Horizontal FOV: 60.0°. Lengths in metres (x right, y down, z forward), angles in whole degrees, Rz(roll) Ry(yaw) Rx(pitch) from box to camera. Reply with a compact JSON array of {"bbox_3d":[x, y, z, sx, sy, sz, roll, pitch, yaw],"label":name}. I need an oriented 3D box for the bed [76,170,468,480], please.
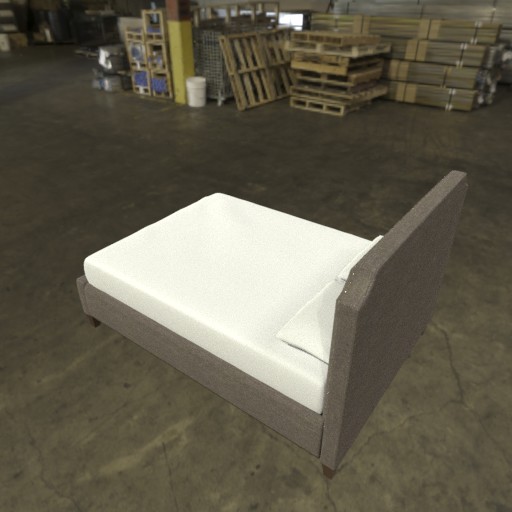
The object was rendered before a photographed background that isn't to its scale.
[{"bbox_3d":[0.000,0.000,3.389,2.381,1.457,1.713,22,38,31],"label":"bed"}]
